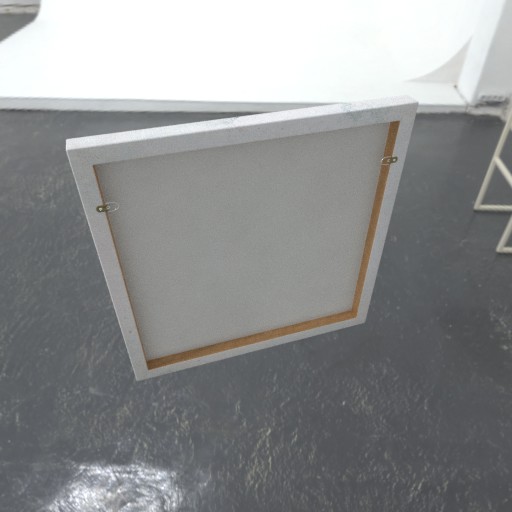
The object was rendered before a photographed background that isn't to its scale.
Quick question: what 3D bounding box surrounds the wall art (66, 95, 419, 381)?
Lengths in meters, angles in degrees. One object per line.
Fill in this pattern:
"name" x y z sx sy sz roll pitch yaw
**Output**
"wall art" 0.000 0.000 0.949 0.612 0.612 0.040 -12 42 -13
